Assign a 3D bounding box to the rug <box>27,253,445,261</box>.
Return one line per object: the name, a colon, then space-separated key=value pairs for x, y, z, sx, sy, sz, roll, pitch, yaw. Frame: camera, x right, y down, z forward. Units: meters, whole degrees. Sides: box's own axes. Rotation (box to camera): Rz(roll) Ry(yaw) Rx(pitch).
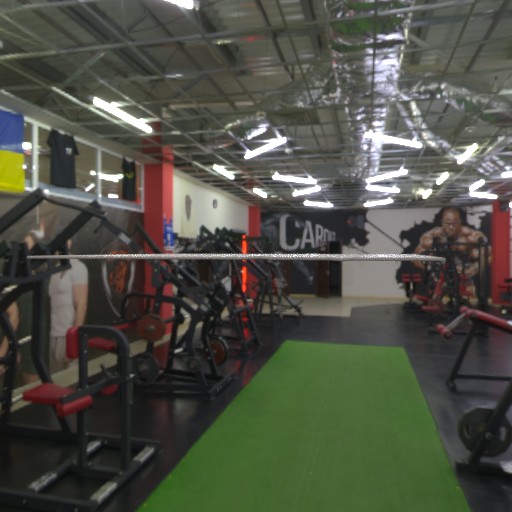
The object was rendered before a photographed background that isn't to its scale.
rug: x=0.000 y=0.000 z=4.175 sx=3.007 sy=0.032 sz=2.434 roll=0 pitch=1 yaw=16
